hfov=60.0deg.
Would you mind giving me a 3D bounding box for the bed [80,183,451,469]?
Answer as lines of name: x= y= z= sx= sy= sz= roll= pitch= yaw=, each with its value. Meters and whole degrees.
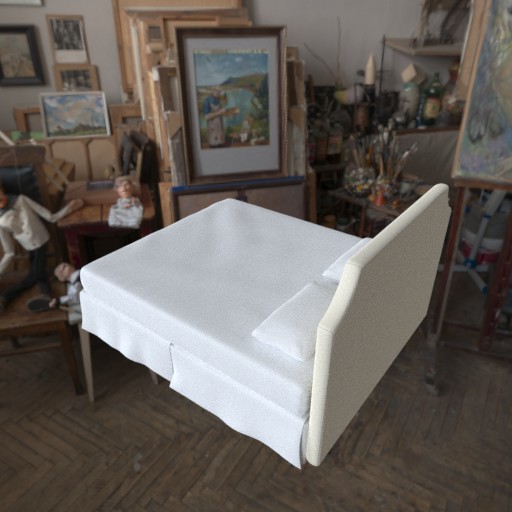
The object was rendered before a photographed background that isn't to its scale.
bed: x=0.000 y=0.000 z=4.211 sx=2.773 sy=1.590 sz=2.350 roll=21 pitch=36 yaw=32
